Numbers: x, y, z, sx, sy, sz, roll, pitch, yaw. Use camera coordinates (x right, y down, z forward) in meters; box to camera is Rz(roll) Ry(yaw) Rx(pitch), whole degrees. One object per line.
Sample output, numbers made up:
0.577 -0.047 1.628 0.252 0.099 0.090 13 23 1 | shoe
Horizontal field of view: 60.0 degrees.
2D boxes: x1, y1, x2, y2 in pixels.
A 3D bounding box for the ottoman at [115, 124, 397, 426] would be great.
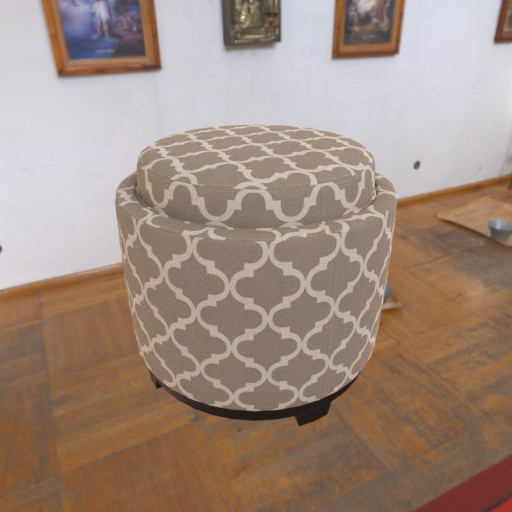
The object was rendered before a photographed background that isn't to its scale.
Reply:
0.000 0.000 0.835 0.480 0.429 0.480 0 28 0 | ottoman
